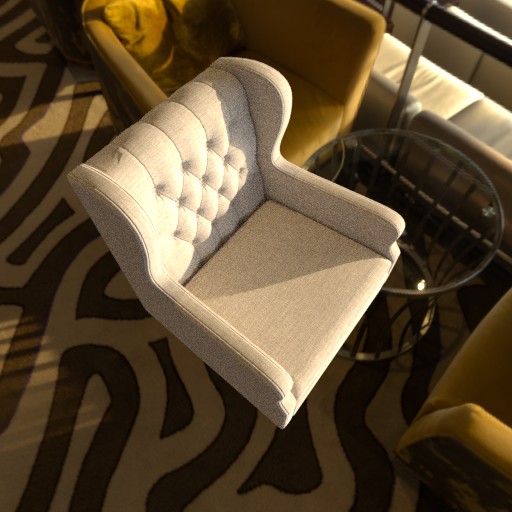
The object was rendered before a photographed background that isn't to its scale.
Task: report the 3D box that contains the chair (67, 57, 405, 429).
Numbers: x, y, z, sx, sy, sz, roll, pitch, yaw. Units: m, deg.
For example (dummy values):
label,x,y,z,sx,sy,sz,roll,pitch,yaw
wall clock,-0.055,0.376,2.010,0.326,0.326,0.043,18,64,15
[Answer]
label,x,y,z,sx,sy,sz,roll,pitch,yaw
chair,0.000,0.000,1.497,0.760,0.930,0.710,33,64,19
